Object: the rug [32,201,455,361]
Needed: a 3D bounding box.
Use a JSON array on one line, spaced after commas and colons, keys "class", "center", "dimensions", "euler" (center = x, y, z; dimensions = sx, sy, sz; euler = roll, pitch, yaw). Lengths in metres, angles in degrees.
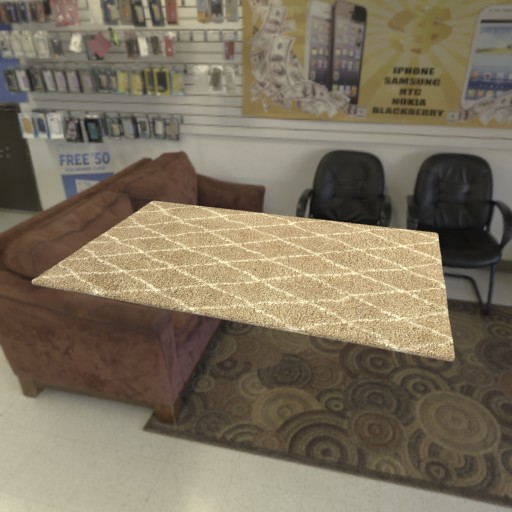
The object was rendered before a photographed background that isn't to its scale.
[{"class": "rug", "center": [0.000, 0.000, 3.057], "dimensions": [2.438, 0.030, 1.524], "euler": [8, 28, 15]}]
